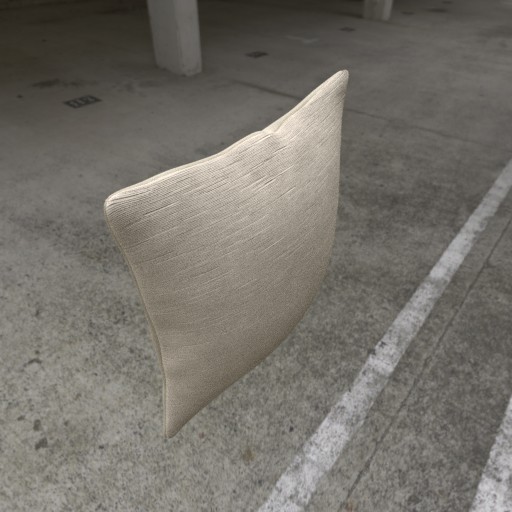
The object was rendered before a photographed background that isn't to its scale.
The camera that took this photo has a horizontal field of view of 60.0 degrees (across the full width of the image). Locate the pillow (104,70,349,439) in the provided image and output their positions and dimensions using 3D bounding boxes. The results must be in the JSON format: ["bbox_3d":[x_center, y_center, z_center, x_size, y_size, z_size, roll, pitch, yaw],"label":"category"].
[{"bbox_3d":[0.000,0.000,0.645,0.162,0.420,0.437,26,47,27],"label":"pillow"}]
